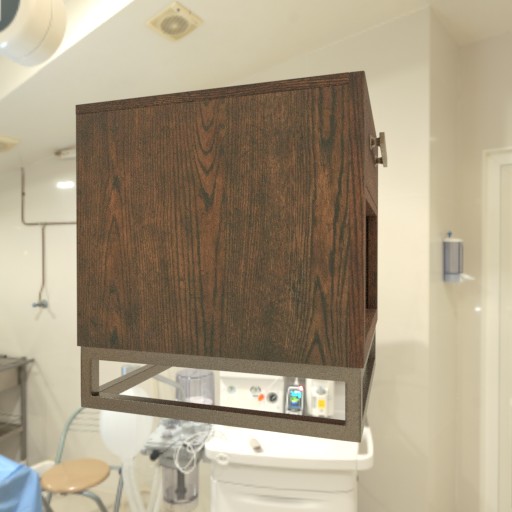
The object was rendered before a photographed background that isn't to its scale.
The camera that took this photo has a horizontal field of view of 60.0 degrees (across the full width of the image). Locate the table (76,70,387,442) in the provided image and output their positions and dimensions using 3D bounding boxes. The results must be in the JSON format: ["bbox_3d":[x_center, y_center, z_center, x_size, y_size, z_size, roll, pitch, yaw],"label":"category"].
[{"bbox_3d":[0.000,0.000,1.006,0.566,0.582,0.506,0,1,18],"label":"table"}]
